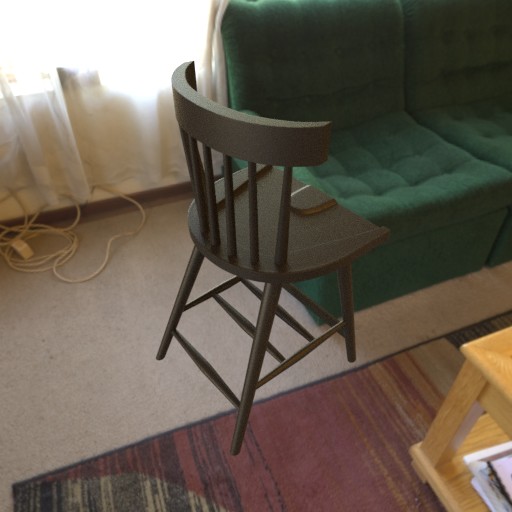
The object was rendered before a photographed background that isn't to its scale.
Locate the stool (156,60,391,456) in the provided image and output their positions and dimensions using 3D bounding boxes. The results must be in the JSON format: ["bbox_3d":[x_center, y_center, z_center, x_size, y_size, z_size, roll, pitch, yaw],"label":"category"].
[{"bbox_3d":[0.000,0.000,1.250,0.549,0.953,0.494,-28,48,-29],"label":"stool"}]
